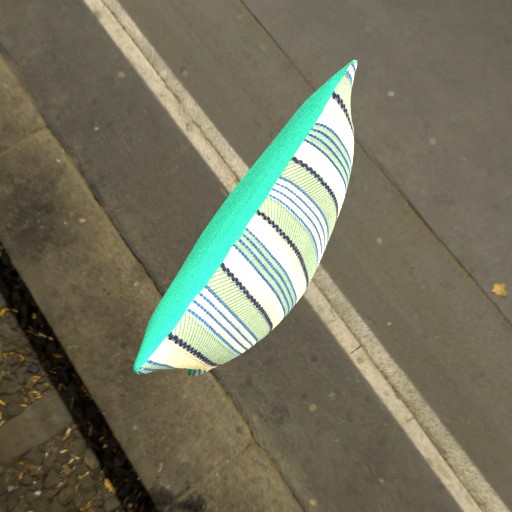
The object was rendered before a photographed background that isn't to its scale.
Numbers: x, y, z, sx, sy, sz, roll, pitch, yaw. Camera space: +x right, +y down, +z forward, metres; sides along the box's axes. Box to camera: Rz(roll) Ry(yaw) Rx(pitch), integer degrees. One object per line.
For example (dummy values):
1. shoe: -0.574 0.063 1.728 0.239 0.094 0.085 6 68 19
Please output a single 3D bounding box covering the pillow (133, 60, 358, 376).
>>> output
1. pillow: 0.000 0.000 0.680 0.182 0.441 0.440 32 78 8
